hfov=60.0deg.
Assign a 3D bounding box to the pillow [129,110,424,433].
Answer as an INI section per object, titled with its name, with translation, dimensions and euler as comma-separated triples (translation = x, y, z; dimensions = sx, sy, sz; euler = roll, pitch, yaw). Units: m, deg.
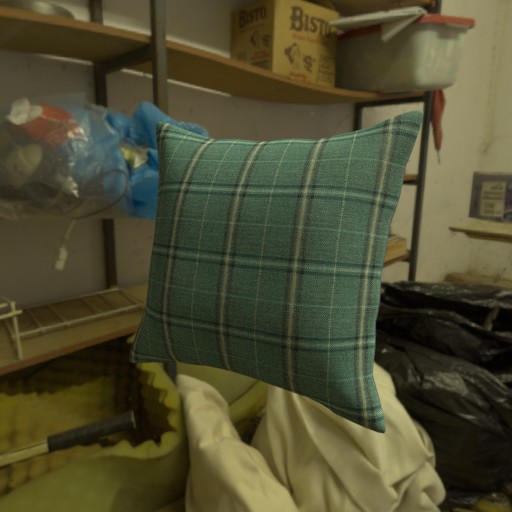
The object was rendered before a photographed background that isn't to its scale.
[pillow]
translation = 0.000, 0.000, 0.698
dimensions = 0.453, 0.430, 0.200
euler = 6, 14, 26
